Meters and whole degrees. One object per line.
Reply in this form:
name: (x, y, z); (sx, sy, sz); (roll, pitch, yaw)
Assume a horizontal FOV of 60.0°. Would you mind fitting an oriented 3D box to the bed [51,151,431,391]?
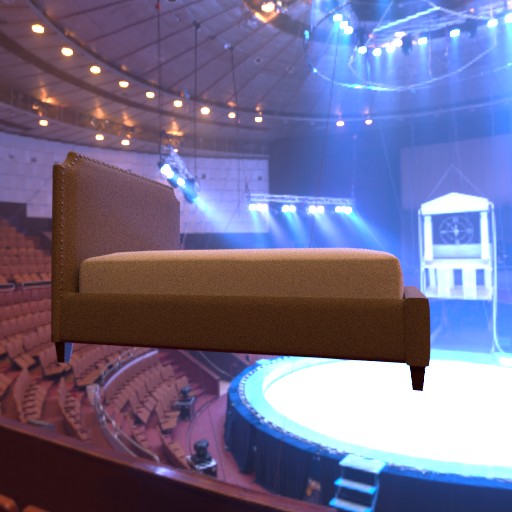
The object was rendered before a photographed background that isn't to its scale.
bed: (0.000, 0.000, 3.386); (2.372, 1.443, 1.713); (-1, -2, 18)
